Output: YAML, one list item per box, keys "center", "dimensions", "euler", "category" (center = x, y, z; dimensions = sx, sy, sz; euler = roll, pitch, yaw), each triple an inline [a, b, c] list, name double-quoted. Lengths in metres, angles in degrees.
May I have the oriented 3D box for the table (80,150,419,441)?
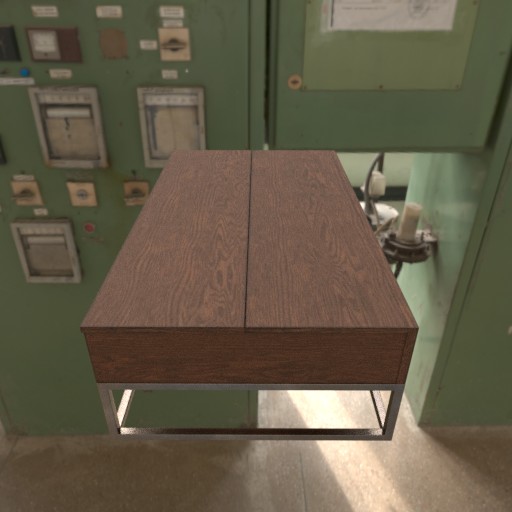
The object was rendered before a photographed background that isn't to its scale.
- center: [0.000, 0.000, 1.501]
  dimensions: [0.719, 0.361, 1.167]
  euler: [0, 31, 0]
  category: "table"
